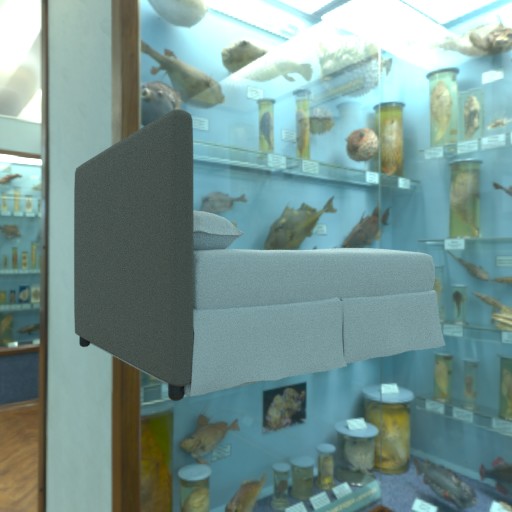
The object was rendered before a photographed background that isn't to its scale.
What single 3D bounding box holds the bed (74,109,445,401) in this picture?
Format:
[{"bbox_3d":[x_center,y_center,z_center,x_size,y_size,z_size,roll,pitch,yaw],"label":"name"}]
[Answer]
[{"bbox_3d":[0.000,0.000,3.237,2.142,1.330,1.748,0,0,-36],"label":"bed"}]
